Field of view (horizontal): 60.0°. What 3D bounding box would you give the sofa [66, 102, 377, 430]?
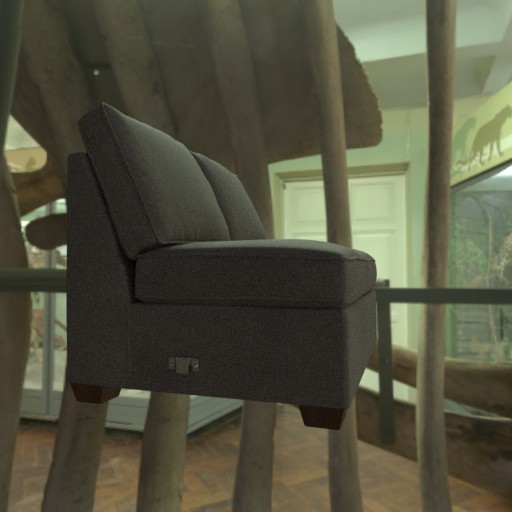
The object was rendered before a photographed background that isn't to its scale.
[{"bbox_3d":[0.000,0.000,1.920,0.951,1.008,1.237,-1,-2,19],"label":"sofa"}]
